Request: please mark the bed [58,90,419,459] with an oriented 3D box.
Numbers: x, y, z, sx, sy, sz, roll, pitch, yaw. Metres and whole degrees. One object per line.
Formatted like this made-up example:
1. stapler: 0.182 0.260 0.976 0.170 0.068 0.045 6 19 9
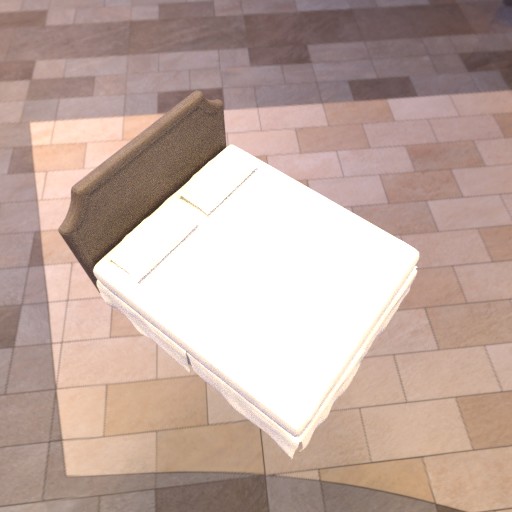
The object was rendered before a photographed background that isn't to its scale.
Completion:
1. bed: 0.000 0.000 4.354 2.773 1.590 2.350 33 64 19
